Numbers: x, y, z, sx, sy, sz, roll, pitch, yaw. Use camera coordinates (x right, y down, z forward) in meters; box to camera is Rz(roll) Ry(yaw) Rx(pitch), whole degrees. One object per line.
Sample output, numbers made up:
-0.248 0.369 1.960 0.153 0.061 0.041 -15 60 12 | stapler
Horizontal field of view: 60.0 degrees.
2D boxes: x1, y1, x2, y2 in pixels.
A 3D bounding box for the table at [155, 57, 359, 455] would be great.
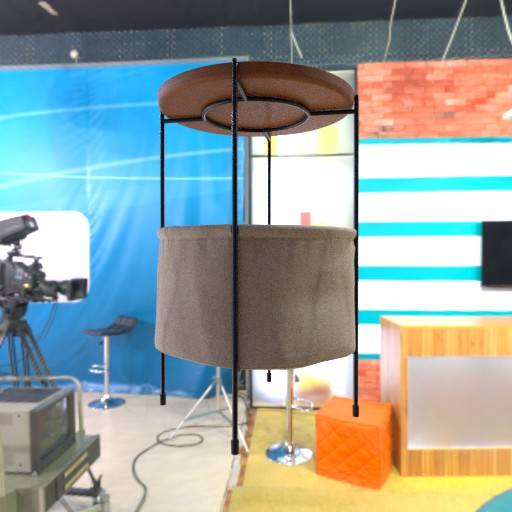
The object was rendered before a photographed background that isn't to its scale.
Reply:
0.000 0.000 0.892 0.393 0.623 0.393 -1 1 -35 | table
